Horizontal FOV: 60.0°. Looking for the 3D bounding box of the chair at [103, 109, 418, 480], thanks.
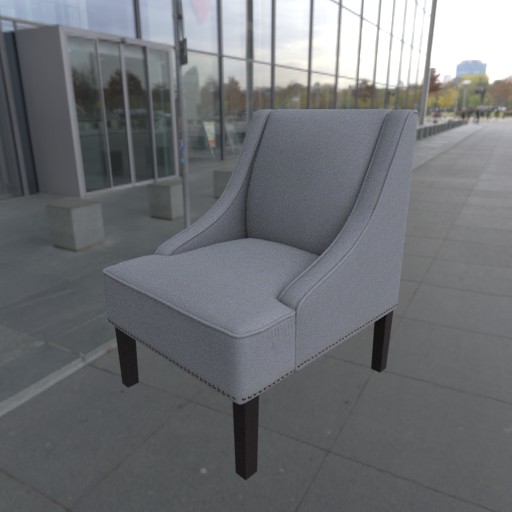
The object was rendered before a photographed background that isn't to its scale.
[{"bbox_3d":[0.000,0.000,1.380,0.631,0.867,0.747,17,25,41],"label":"chair"}]
